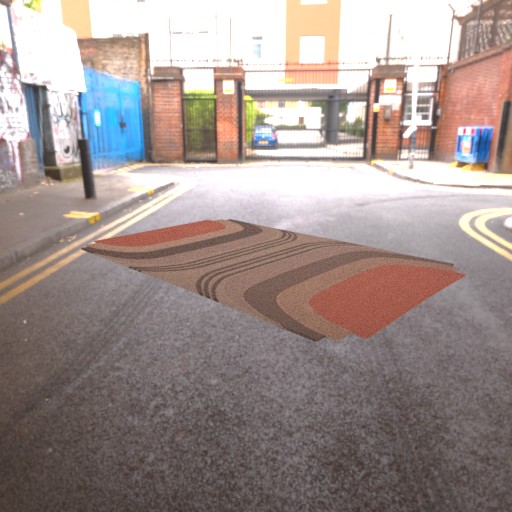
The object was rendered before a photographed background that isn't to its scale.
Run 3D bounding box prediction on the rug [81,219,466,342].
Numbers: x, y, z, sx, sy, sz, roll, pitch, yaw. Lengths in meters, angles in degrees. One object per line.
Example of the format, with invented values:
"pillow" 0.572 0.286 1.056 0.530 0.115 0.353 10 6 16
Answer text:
"rug" 0.000 0.000 3.121 2.446 0.017 1.530 15 22 42
